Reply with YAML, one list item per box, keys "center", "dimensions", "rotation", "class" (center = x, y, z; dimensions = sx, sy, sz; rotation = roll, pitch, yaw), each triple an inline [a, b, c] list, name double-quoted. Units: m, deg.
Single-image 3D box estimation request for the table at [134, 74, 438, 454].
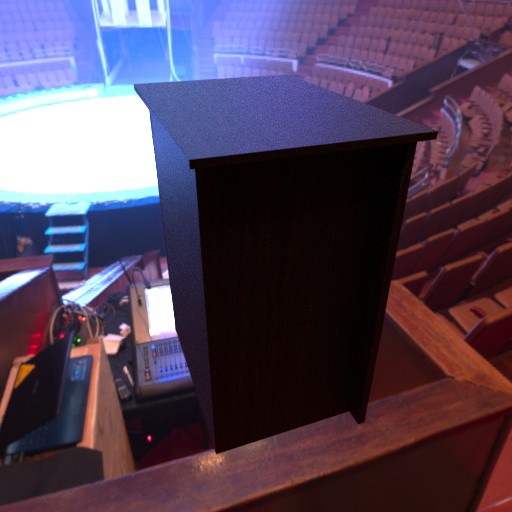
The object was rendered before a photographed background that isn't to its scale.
- center: [0.000, 0.000, 1.065]
  dimensions: [0.406, 0.711, 0.591]
  rotation: [-11, 33, -17]
  class: "table"
